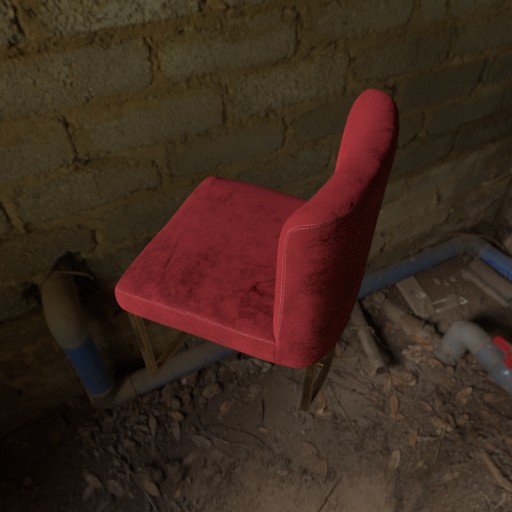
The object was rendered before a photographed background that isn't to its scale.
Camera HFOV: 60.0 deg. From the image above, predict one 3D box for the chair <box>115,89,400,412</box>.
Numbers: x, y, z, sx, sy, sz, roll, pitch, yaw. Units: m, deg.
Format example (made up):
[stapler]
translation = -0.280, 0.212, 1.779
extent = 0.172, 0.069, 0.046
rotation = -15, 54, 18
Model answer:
[chair]
translation = 0.000, 0.000, 1.178
extent = 0.560, 0.824, 0.530
rotation = 17, 49, 16
